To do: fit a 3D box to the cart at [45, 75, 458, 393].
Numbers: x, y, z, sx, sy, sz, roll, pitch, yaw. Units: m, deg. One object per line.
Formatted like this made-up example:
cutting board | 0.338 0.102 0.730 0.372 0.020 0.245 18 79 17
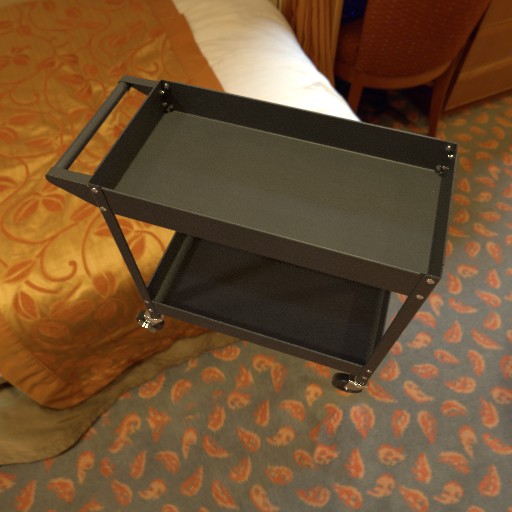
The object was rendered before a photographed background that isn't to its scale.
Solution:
cart | 0.000 0.000 1.183 0.779 0.719 0.366 16 59 10
